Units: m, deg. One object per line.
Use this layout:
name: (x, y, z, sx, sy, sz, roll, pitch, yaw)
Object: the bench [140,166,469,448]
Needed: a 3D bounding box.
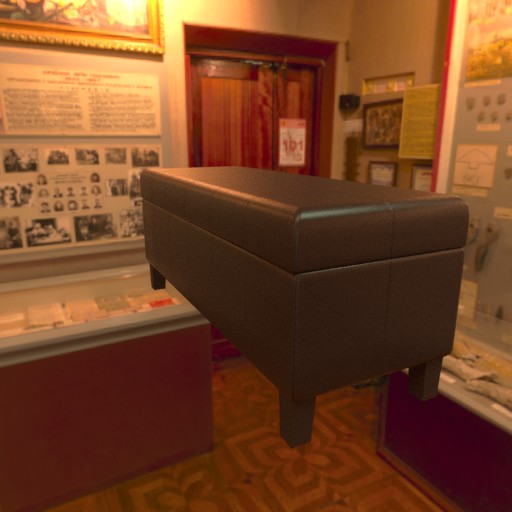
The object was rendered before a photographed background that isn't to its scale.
bench: (0.000, 0.000, 1.317, 0.429, 0.457, 1.092, -8, 17, -26)
